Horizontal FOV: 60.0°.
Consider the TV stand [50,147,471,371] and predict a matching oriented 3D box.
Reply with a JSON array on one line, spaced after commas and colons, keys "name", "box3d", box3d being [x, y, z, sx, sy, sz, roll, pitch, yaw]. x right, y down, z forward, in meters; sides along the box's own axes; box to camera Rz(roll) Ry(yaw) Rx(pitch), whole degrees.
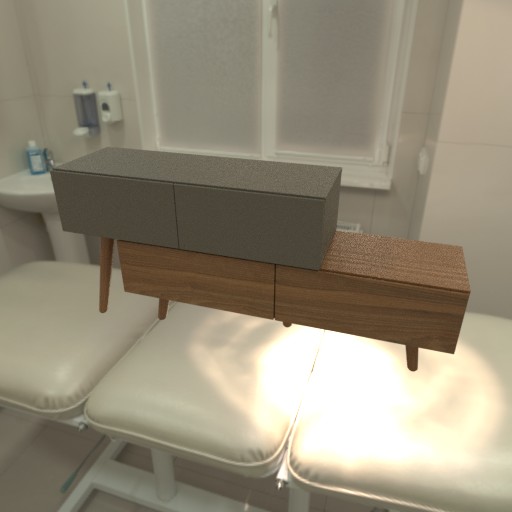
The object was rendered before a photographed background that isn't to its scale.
[{"name": "TV stand", "box3d": [0.000, 0.000, 1.556, 1.336, 0.591, 0.329, 9, 29, 16]}]
